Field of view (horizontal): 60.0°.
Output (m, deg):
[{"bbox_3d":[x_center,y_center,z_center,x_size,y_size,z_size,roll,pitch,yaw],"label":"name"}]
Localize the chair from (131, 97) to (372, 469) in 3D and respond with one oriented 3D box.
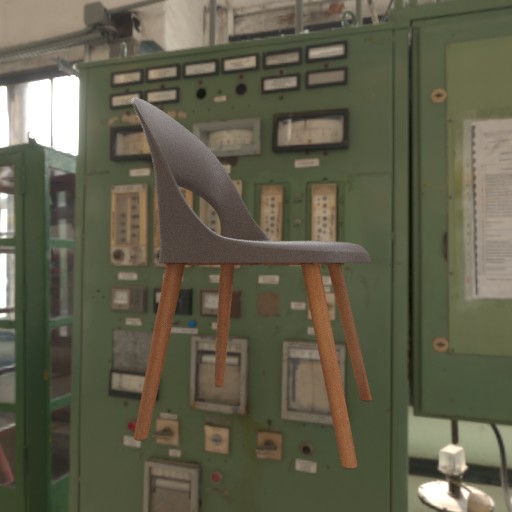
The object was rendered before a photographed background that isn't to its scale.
[{"bbox_3d":[0.000,0.000,1.107,0.556,0.794,0.470,0,-1,18],"label":"chair"}]
